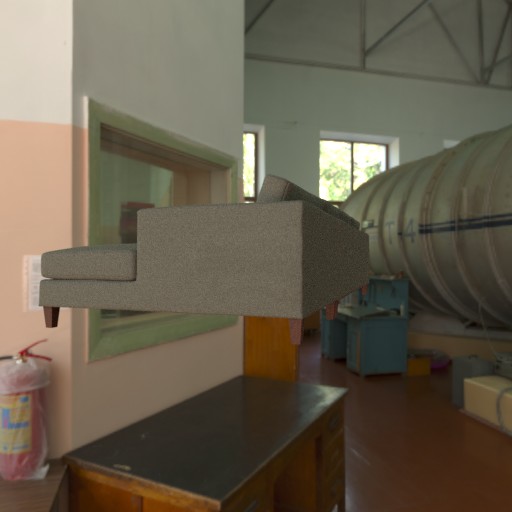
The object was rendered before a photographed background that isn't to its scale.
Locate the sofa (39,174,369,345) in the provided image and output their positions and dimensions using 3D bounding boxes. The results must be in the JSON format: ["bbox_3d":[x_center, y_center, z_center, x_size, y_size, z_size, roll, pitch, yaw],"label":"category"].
[{"bbox_3d":[0.000,0.000,3.844,1.625,0.861,3.186,0,0,20],"label":"sofa"}]
